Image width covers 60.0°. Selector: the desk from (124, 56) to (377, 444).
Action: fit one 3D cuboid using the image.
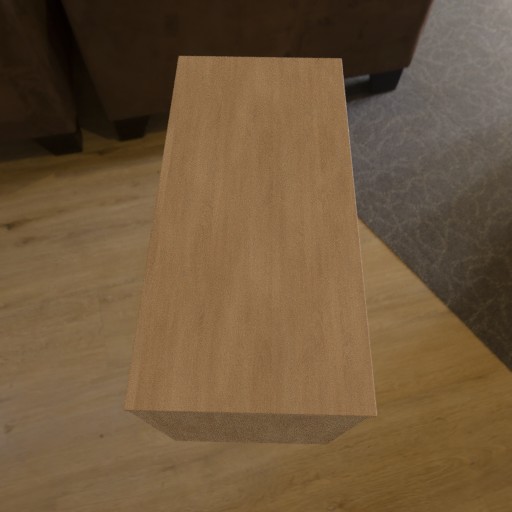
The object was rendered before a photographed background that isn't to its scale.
[{"bbox_3d":[0.000,0.000,1.680,0.600,0.770,1.251,1,62,1],"label":"desk"}]
